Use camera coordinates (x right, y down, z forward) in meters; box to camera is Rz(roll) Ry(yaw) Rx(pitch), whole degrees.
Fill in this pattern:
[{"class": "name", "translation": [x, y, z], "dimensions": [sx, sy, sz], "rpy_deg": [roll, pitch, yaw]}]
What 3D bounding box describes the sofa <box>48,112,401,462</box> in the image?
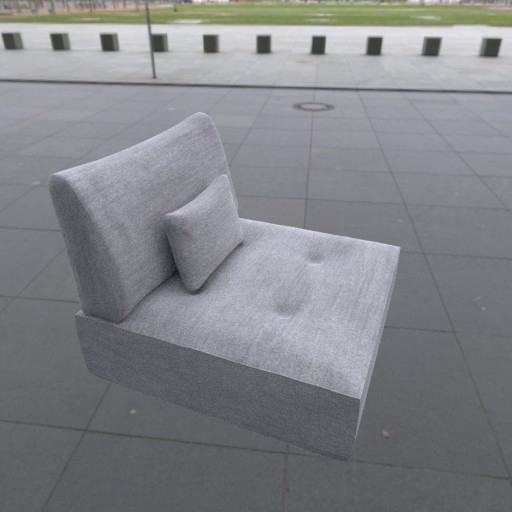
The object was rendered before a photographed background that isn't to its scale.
[{"class": "sofa", "translation": [0.000, 0.000, 1.689], "dimensions": [1.000, 0.820, 0.930], "rpy_deg": [12, 32, 19]}]
